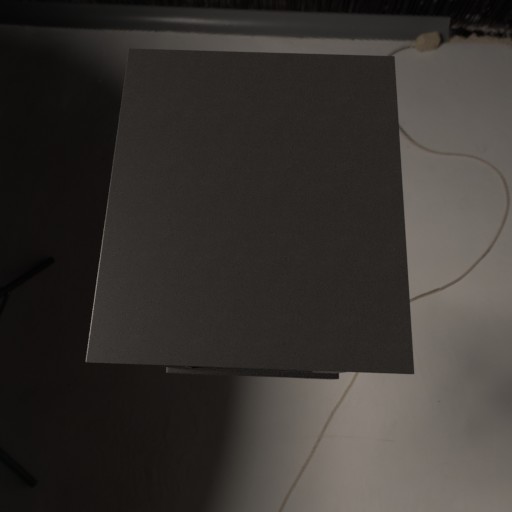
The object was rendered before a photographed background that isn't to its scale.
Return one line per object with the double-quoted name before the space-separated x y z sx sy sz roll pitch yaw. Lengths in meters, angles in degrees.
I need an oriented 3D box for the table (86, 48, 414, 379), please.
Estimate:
"table" 0.000 0.000 0.892 0.399 0.610 0.460 2 74 1
